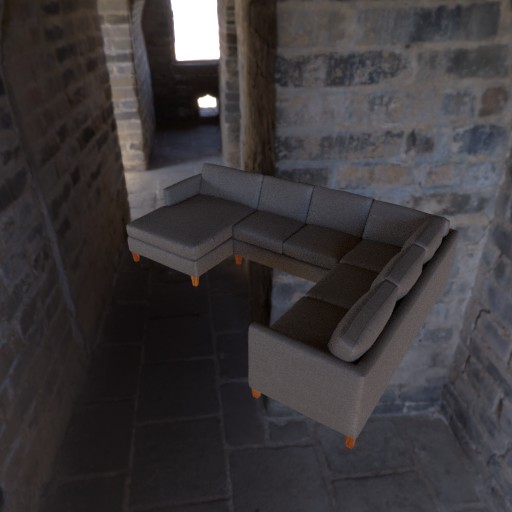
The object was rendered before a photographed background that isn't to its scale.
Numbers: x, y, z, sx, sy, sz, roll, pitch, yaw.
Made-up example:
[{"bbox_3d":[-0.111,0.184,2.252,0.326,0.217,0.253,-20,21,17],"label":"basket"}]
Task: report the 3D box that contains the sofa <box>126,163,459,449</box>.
[{"bbox_3d":[0.000,0.000,4.685,3.460,0.961,2.594,19,35,30],"label":"sofa"}]
